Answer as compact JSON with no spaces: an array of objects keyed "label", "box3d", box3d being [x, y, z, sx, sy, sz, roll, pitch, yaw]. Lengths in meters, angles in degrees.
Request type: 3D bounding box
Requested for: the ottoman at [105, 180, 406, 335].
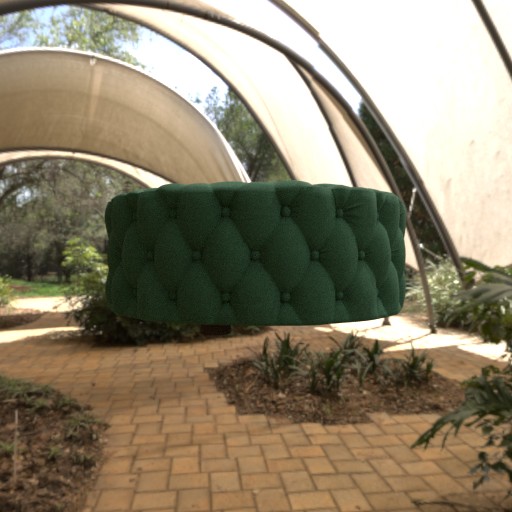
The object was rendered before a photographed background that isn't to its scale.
[{"label":"ottoman","box3d":[0.000,0.000,1.539,0.998,0.399,0.998,0,0,0]}]
